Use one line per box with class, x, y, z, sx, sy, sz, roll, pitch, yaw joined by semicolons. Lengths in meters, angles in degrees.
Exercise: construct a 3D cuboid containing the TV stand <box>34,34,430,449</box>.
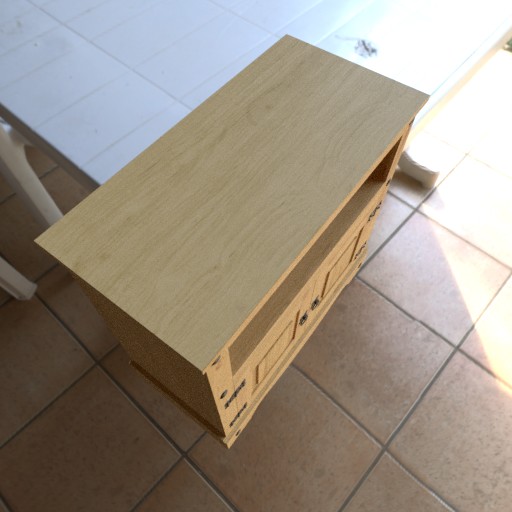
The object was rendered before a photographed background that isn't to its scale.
TV stand;0.000;0.000;1.295;0.430;0.787;0.851;32;63;19
